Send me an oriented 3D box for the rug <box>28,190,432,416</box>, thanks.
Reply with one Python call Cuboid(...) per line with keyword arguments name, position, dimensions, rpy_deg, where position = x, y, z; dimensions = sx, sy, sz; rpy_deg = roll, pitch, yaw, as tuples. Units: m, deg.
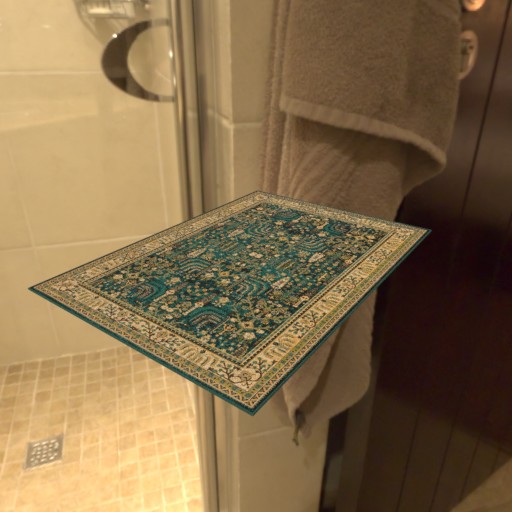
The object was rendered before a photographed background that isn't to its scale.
Cuboid(name="rug", position=(0.000, 0.000, 2.896), dimensions=(1.594, 0.013, 2.213), rpy_deg=(18, 32, 32))
